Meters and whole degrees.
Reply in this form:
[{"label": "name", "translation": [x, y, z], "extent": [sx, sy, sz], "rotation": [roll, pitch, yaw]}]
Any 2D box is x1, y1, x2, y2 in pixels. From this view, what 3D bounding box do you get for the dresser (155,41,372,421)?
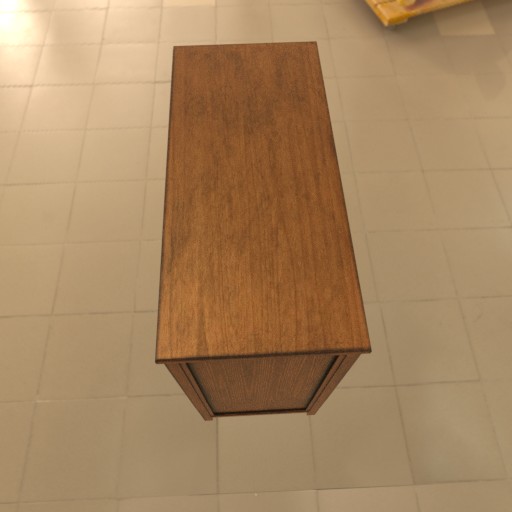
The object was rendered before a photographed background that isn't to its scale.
[{"label": "dresser", "translation": [0.000, 0.000, 1.987], "extent": [0.591, 1.224, 1.250], "rotation": [-3, 62, -1]}]
